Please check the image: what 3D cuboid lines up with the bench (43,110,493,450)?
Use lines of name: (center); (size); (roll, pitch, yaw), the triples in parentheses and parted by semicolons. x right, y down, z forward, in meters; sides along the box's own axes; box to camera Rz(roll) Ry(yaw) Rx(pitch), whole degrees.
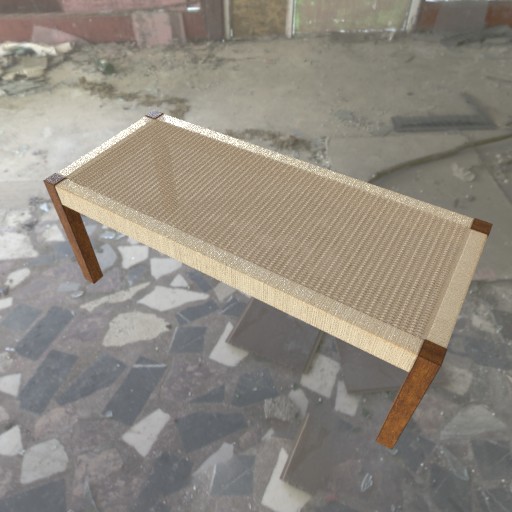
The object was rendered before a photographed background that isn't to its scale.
bench: (0.000, 0.000, 1.434); (1.198, 0.457, 0.507); (24, 51, 21)
